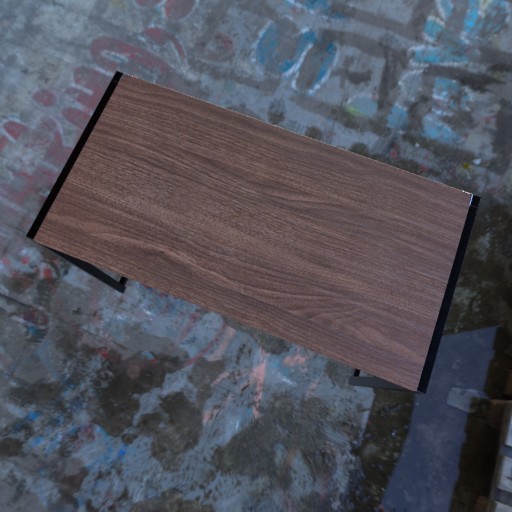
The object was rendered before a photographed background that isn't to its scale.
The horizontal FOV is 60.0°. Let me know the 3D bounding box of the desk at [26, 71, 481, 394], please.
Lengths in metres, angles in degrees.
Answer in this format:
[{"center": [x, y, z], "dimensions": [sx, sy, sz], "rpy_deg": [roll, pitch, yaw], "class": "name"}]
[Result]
[{"center": [0.000, 0.000, 1.463], "dimensions": [1.016, 0.762, 0.508], "rpy_deg": [21, 76, 5], "class": "desk"}]
